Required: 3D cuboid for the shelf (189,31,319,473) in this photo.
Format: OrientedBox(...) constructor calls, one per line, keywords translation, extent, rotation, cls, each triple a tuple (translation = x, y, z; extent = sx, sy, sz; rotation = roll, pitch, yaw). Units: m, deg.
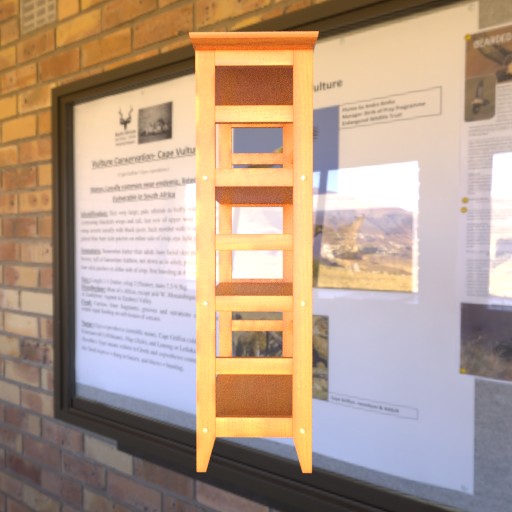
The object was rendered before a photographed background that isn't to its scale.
OrientedBox(translation=(0.000, 0.000, 1.382), extent=(0.305, 1.067, 0.660), rotation=(0, 1, 1), cls="shelf")
